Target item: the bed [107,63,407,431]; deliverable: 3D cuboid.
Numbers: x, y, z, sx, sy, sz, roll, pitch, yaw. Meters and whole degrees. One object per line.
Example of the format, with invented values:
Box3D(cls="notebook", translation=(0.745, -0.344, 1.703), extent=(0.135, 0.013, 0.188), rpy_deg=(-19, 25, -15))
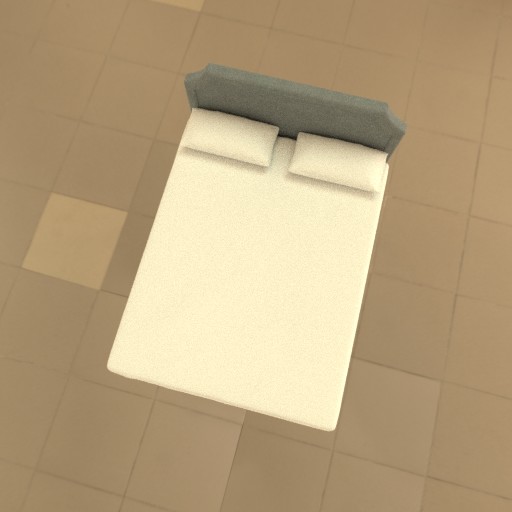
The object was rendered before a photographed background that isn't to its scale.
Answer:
Box3D(cls="bed", translation=(0.000, 0.000, 3.678), extent=(1.977, 1.306, 2.464), rpy_deg=(14, 76, 4))
